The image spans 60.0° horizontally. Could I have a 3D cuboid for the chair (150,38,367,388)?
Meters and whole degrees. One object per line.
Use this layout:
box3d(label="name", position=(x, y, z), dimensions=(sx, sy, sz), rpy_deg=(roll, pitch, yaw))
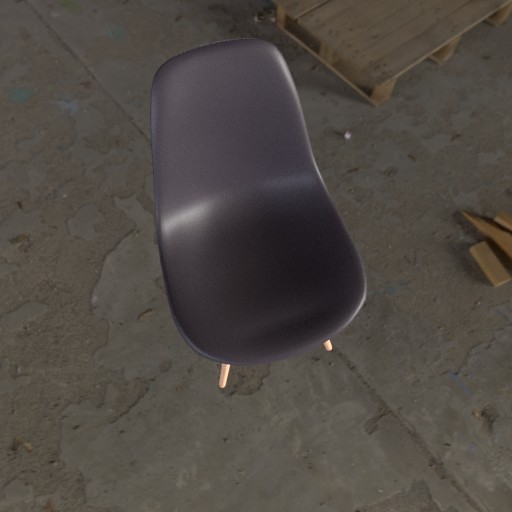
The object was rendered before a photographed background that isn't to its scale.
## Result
box3d(label="chair", position=(0.000, 0.000, 1.107), dimensions=(0.470, 0.825, 0.533), rpy_deg=(-17, 65, -8))
